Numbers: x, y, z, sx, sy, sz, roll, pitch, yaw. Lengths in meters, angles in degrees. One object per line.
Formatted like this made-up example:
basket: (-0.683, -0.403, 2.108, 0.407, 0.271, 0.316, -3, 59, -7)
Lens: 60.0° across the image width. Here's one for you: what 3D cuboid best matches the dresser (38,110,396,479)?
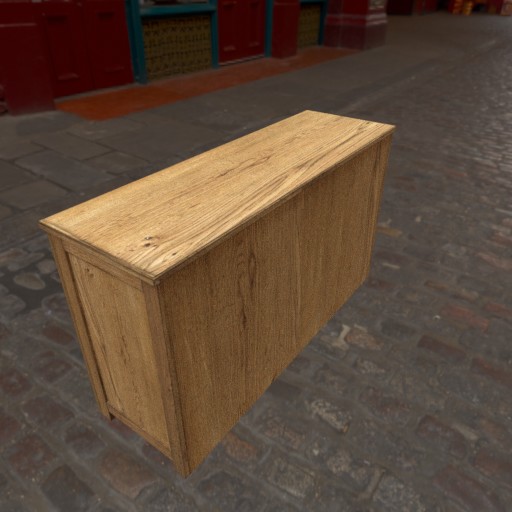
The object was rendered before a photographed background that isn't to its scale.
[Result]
dresser: (0.000, 0.000, 2.089, 0.563, 0.932, 1.657, 22, 39, 30)
